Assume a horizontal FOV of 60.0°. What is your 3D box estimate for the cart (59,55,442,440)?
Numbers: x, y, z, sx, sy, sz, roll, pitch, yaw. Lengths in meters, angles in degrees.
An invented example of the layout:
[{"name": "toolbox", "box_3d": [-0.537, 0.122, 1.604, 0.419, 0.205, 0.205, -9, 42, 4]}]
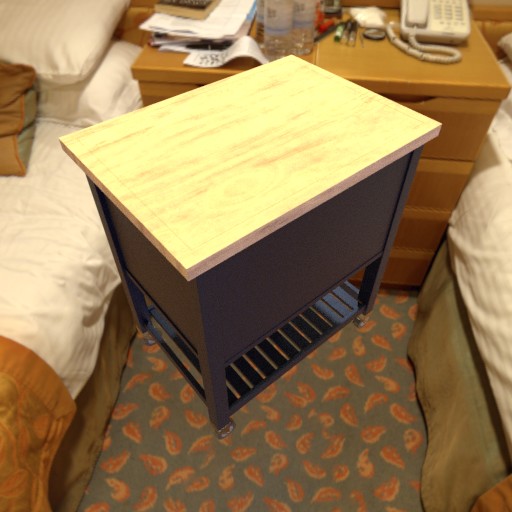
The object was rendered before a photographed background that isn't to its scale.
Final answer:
[{"name": "cart", "box_3d": [0.000, 0.000, 1.451, 0.797, 0.920, 0.567, -31, 54, -26]}]
